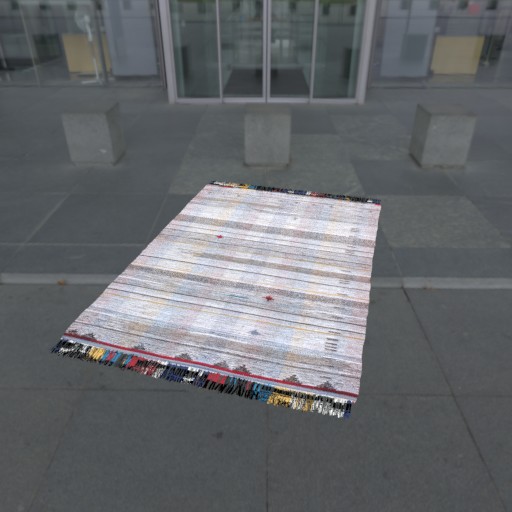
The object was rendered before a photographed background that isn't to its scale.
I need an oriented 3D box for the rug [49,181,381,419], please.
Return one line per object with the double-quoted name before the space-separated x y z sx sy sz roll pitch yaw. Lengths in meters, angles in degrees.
"rug" 0.000 0.000 2.349 1.217 0.012 1.848 9 33 14
